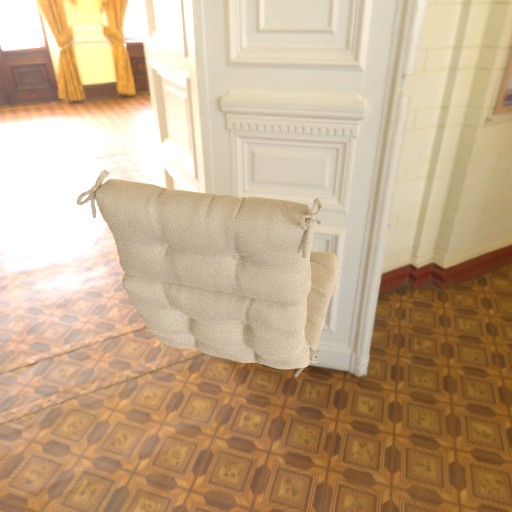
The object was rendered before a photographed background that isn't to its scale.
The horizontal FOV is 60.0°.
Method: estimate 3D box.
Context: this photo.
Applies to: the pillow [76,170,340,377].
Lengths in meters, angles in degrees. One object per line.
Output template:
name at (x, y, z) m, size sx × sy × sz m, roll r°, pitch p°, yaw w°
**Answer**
pillow at (0.000, 0.000, 1.490) m, size 0.526 × 0.863 × 1.016 m, roll 9°, pitch 33°, yaw 14°
